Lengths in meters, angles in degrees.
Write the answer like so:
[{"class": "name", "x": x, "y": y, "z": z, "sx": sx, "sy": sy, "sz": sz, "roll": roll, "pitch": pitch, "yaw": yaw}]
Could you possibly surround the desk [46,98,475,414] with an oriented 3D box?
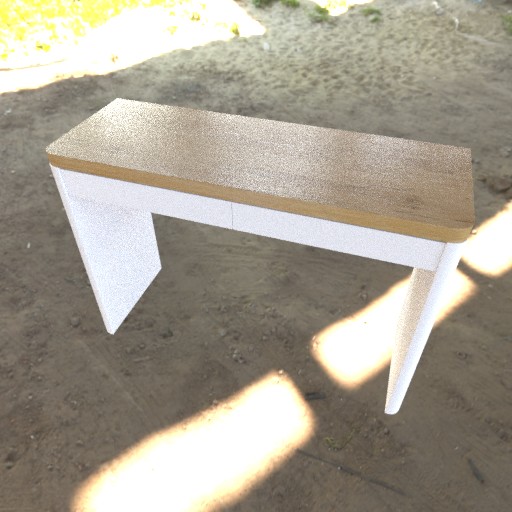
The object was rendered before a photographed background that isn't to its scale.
[{"class": "desk", "x": 0.000, "y": 0.000, "z": 1.448, "sx": 1.100, "sy": 0.760, "sz": 0.390, "roll": 12, "pitch": 43, "yaw": 14}]
